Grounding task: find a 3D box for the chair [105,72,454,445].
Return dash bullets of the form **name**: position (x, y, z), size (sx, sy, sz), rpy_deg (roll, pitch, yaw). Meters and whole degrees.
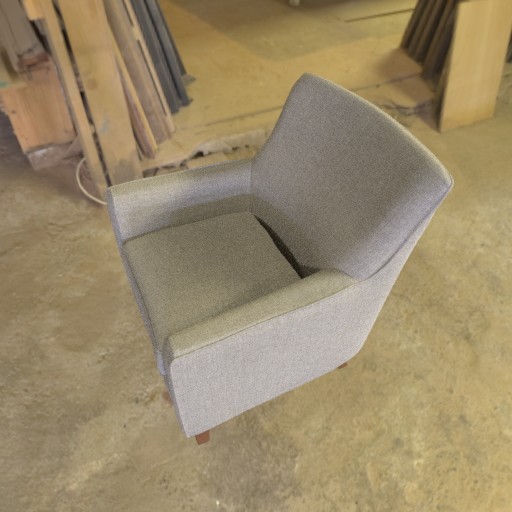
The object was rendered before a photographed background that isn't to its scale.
- **chair**: position (0.000, 0.000, 1.770), size (0.993, 1.047, 0.887), rpy_deg (-18, 47, -18)
